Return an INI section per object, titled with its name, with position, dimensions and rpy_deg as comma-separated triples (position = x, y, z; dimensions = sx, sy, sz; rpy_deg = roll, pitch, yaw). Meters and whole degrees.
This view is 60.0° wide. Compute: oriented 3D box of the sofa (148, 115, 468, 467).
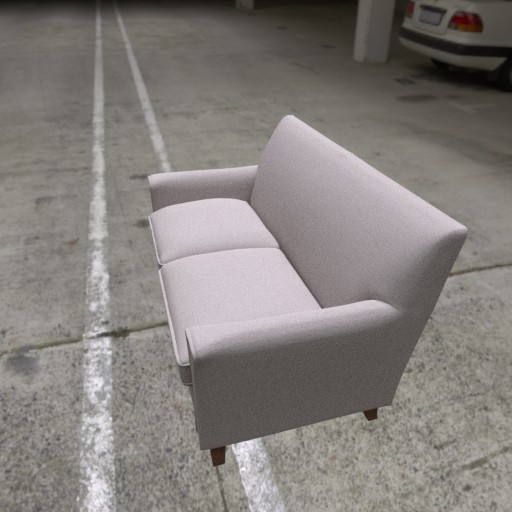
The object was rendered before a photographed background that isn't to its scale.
[sofa]
position = 0.000, 0.000, 2.033
dimensions = 0.888, 0.890, 1.482
rpy_deg = -9, 32, -14
